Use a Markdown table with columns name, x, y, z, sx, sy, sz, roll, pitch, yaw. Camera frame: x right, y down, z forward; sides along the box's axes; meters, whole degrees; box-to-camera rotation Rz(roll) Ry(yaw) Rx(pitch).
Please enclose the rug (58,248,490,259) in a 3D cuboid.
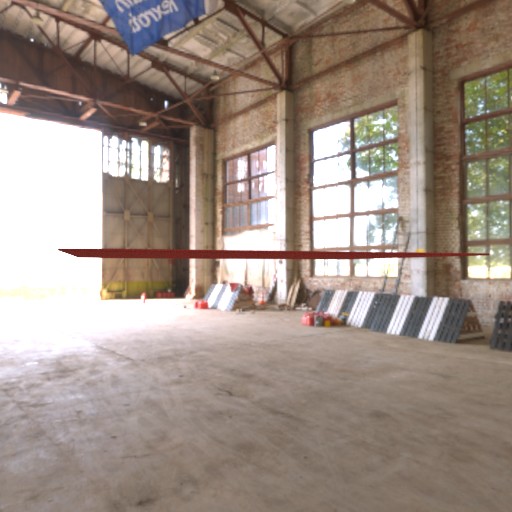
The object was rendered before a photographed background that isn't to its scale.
| name | x | y | z | sx | sy | sz | roll | pitch | yaw |
| --- | --- | --- | --- | --- | --- | --- | --- | --- | --- |
| rug | 0.000 | 0.000 | 2.866 | 2.211 | 0.013 | 1.593 | 0 | -1 | -19 |
